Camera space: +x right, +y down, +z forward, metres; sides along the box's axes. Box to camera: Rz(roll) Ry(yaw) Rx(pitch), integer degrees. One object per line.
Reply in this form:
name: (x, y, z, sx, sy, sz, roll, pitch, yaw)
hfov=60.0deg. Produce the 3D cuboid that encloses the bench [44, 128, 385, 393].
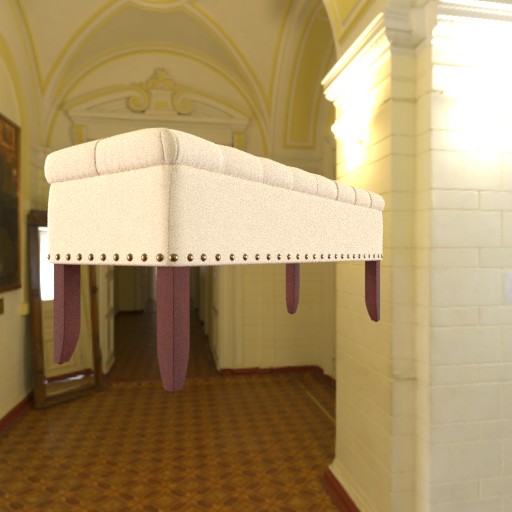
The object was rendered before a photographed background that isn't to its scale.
bench: (0.000, 0.000, 1.267, 0.400, 0.470, 1.054, 0, 0, 35)
